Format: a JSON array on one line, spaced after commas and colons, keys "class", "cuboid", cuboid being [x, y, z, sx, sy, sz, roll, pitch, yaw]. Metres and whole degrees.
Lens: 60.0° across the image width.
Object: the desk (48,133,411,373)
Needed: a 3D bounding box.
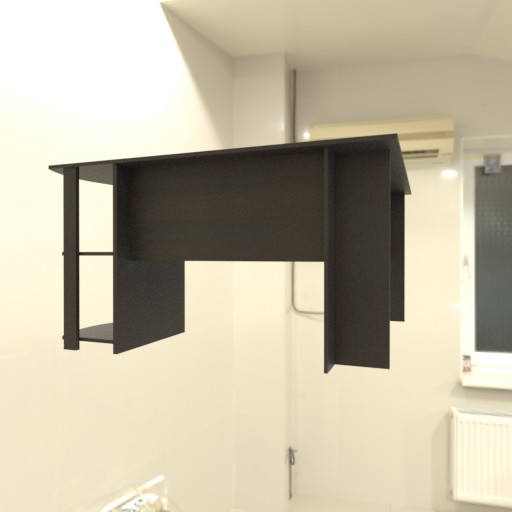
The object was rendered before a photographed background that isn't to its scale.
[{"class": "desk", "cuboid": [0.000, 0.000, 2.118, 1.361, 0.716, 1.303, 0, 0, 21]}]
